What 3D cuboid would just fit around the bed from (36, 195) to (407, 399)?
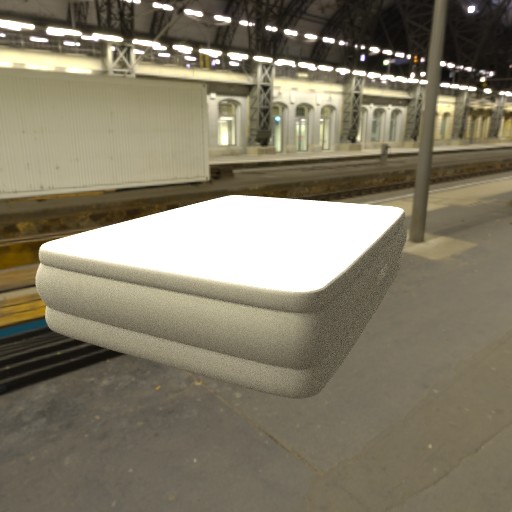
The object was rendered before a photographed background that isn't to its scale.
[{"bbox_3d":[0.000,0.000,2.683,1.520,0.460,2.036,8,18,26],"label":"bed"}]
